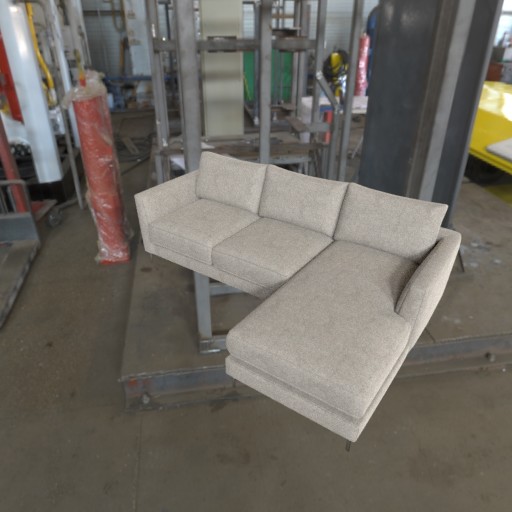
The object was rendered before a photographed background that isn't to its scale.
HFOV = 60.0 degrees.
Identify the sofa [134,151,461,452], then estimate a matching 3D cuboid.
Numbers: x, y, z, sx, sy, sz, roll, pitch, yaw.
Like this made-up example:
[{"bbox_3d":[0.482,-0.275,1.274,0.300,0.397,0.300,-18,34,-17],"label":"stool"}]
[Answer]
[{"bbox_3d":[0.000,0.000,3.218,2.438,0.864,1.626,20,35,30],"label":"sofa"}]
